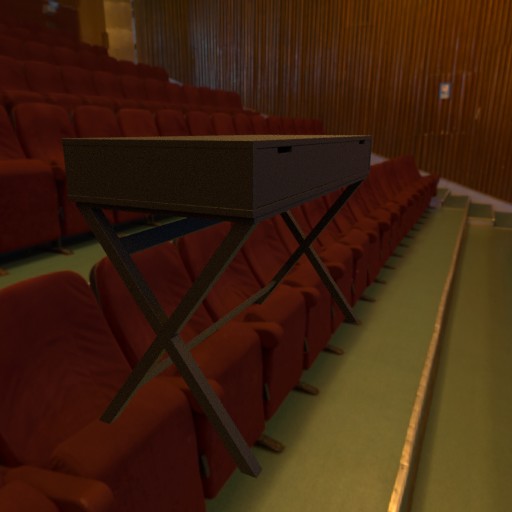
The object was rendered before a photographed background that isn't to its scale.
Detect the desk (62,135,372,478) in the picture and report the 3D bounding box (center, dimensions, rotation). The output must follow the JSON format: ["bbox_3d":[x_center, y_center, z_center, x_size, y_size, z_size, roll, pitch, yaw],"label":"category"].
[{"bbox_3d":[0.000,0.000,1.501,0.504,0.780,1.057,8,17,25],"label":"desk"}]
